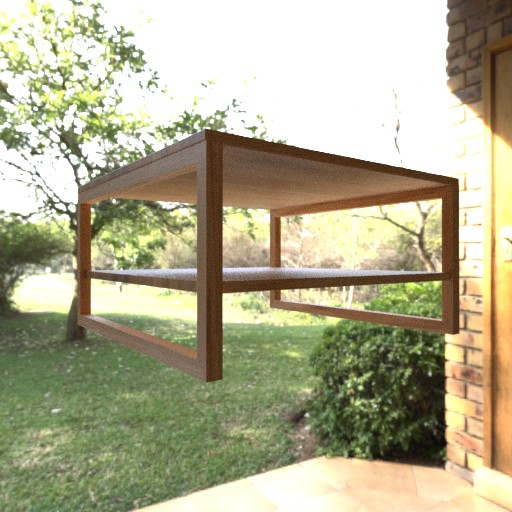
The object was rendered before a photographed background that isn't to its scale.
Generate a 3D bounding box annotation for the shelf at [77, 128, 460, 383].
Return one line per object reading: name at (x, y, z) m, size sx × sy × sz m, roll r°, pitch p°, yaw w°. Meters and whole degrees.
shelf at (0.000, 0.000, 1.463) m, size 0.899 × 0.480 × 0.899 m, roll 0°, pitch 0°, yaw -36°
